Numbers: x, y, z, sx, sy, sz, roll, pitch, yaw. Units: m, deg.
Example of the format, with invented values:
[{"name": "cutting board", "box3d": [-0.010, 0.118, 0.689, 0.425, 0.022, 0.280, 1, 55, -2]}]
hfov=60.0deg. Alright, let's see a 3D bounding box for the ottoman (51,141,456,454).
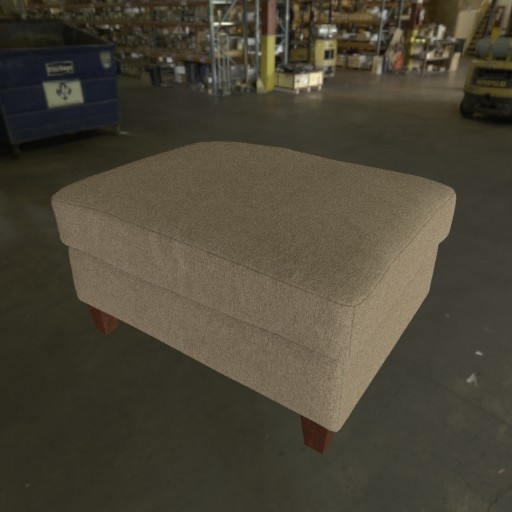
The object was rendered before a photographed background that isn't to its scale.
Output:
[{"name": "ottoman", "box3d": [0.000, 0.000, 1.275, 0.889, 0.511, 0.692, 18, 33, 30]}]
